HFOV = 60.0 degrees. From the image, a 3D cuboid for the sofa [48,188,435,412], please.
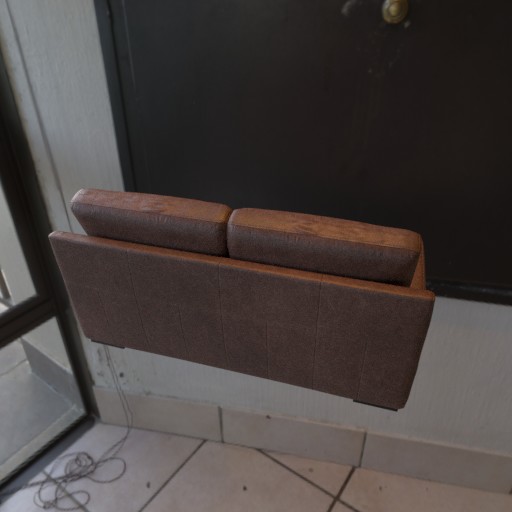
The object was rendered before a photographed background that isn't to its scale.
[{"bbox_3d":[0.000,0.000,2.549,1.880,0.939,1.143,9,33,14],"label":"sofa"}]
